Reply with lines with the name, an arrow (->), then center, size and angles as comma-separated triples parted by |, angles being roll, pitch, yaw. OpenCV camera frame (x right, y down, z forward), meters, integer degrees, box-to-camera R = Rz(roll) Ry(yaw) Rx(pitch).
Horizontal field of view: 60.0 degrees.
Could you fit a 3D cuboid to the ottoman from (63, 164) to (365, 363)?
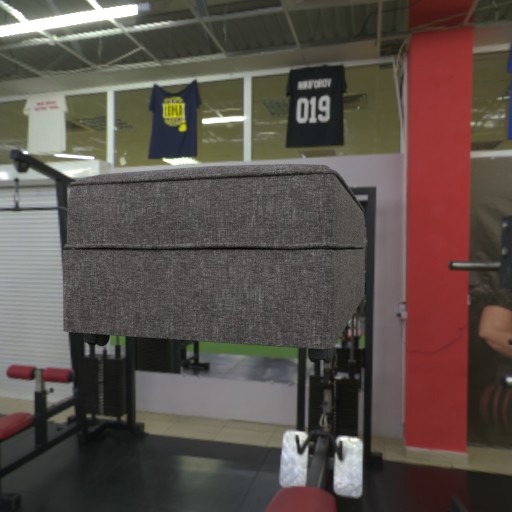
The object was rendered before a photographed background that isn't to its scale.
ottoman -> 0.000, 0.000, 1.589 | 0.717, 0.487, 1.184 | 0, 1, 17
